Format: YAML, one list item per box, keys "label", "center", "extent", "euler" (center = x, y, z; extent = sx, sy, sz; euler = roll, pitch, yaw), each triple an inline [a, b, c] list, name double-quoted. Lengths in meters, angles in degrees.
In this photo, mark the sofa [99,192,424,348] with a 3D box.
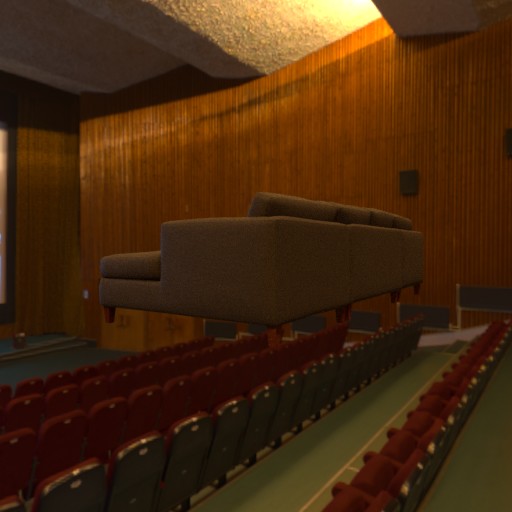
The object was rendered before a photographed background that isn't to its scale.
- label: "sofa"
  center: [0.000, 0.000, 4.612]
  extent: [2.594, 0.961, 3.460]
  euler: [1, 2, 34]
